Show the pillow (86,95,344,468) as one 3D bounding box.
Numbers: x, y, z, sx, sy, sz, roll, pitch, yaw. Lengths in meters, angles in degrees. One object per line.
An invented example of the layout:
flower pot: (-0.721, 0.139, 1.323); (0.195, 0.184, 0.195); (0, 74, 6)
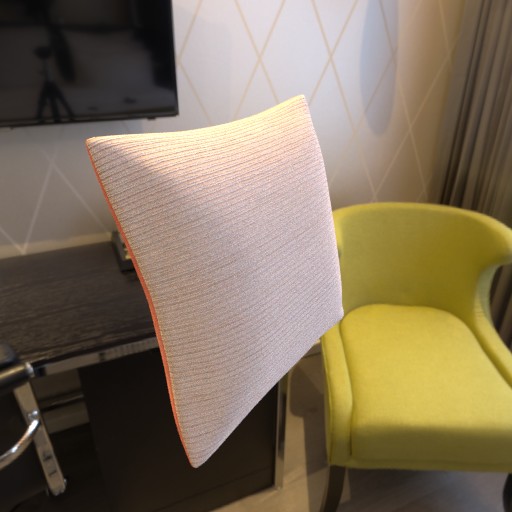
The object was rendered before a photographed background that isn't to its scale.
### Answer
pillow: (0.000, 0.000, 0.653); (0.177, 0.401, 0.424); (18, 32, 32)
